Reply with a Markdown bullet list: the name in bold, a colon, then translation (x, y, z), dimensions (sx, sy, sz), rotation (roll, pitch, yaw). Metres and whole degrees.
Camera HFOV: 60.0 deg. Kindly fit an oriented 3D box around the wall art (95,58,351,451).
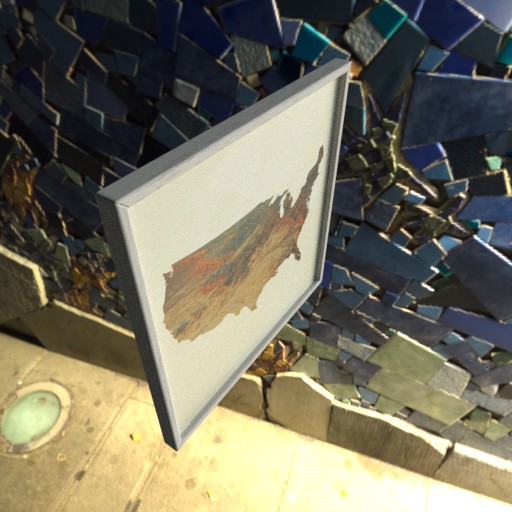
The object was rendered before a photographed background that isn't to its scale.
- **wall art**: translation (0.000, 0.000, 1.899), dimensions (0.078, 1.288, 1.287), rotation (25, 47, 26)
